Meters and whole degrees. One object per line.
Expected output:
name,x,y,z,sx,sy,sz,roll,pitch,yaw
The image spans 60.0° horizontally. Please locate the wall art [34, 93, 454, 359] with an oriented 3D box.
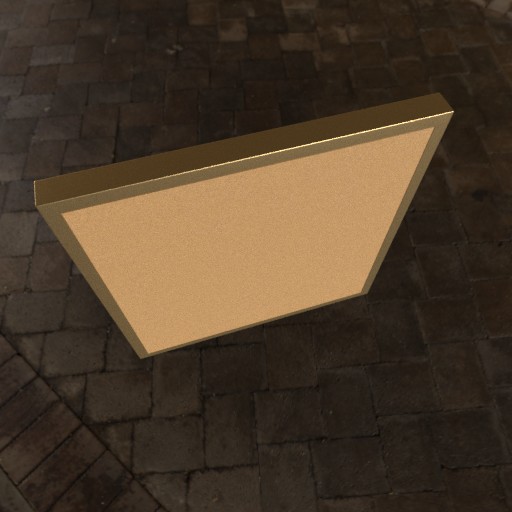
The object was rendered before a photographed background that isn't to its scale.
wall art,0.000,0.000,0.445,0.305,0.305,0.023,-15,60,-9
